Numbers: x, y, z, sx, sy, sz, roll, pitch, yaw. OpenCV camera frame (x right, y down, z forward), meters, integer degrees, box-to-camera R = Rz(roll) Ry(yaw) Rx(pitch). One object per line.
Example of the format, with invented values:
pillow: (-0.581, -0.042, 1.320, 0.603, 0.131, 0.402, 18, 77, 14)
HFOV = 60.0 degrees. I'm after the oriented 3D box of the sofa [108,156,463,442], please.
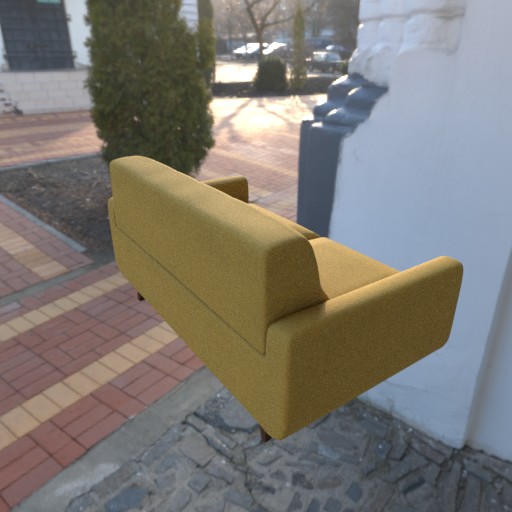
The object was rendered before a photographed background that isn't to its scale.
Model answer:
sofa: (0.000, 0.000, 2.165, 0.909, 0.841, 1.631, -17, 30, -31)
